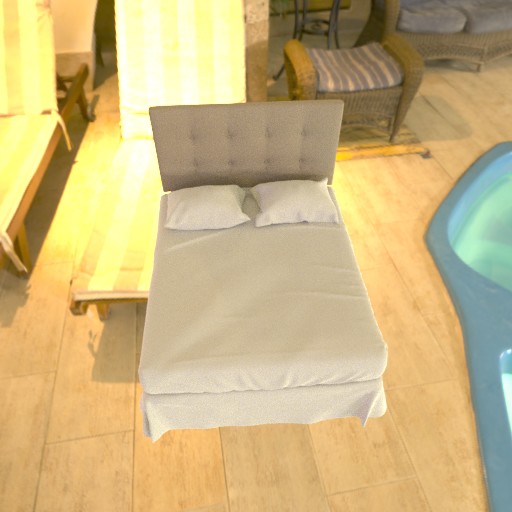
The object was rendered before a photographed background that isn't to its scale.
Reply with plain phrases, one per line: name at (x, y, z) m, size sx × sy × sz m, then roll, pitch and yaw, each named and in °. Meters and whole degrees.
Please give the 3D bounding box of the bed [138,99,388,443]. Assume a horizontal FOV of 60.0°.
bed at (0.000, 0.000, 3.521) m, size 1.936 × 1.577 × 2.222 m, roll -3°, pitch 45°, yaw -3°
